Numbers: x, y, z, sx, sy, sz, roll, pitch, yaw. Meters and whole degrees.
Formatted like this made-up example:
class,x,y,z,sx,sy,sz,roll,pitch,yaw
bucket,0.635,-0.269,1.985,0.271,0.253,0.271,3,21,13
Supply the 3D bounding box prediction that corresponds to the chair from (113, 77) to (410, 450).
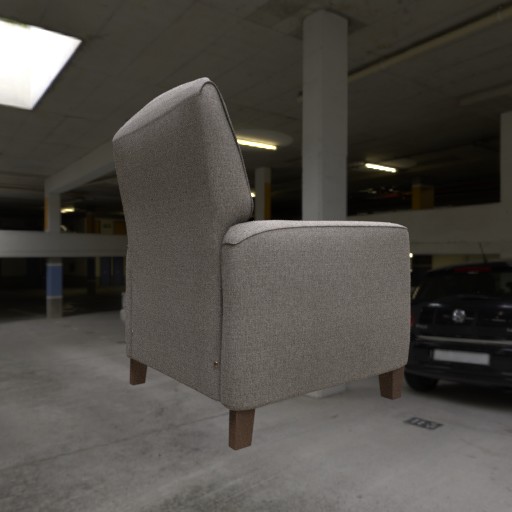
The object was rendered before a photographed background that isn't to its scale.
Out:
class,x,y,z,sx,sy,sz,roll,pitch,yaw
chair,0.000,0.000,1.660,0.864,1.014,0.848,0,1,-37
